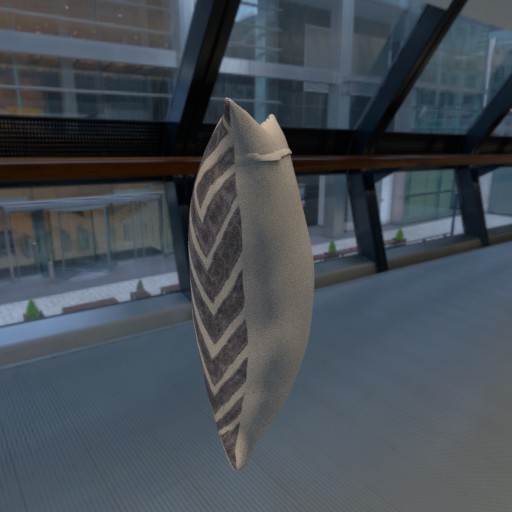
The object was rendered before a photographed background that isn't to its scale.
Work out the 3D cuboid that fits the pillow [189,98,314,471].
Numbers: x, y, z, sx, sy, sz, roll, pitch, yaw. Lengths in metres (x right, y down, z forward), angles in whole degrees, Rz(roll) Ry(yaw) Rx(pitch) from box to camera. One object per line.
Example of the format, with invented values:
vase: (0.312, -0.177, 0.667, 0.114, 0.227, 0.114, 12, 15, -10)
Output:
pillow: (0.000, 0.000, 0.687, 0.182, 0.441, 0.440, 2, 15, 8)
